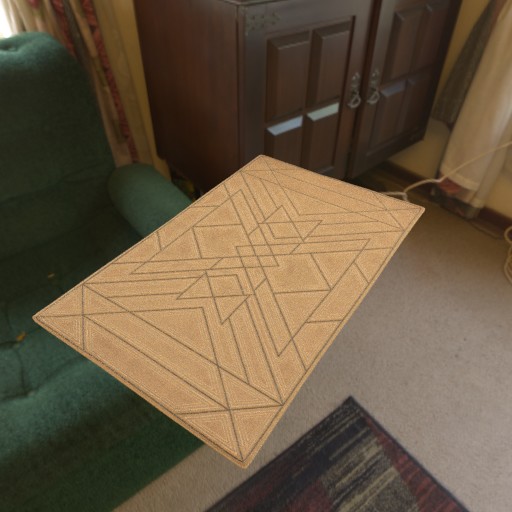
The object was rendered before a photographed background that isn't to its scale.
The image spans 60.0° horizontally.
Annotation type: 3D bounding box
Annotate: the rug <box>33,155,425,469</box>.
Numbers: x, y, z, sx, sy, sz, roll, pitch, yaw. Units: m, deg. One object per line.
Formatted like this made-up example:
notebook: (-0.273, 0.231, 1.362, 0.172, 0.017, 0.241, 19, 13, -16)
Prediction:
rug: (0.000, 0.000, 3.073, 1.575, 0.023, 2.459, 24, 46, 25)
